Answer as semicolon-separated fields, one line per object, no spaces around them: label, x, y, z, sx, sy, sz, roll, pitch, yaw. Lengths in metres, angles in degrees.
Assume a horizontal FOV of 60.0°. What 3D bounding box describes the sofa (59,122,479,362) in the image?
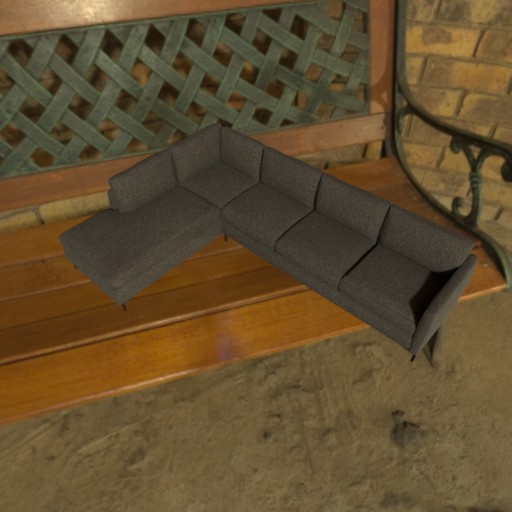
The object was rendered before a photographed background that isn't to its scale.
sofa;0.000;0.000;3.740;2.949;0.815;2.007;32;53;28
